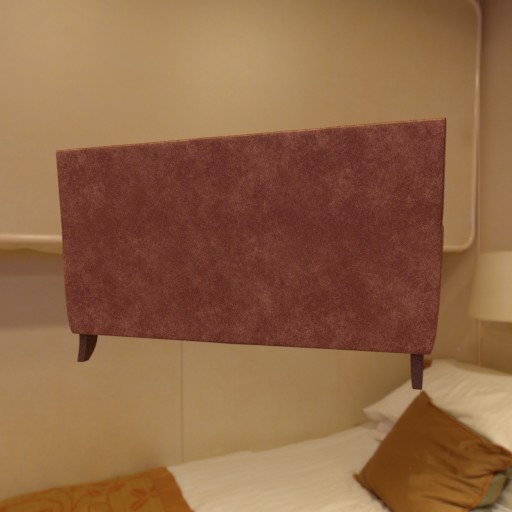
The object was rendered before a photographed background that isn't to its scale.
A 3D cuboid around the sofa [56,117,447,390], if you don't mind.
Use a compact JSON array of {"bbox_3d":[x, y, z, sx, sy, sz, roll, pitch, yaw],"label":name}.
[{"bbox_3d":[0.000,0.000,1.956,1.473,0.871,0.787,0,0,17],"label":"sofa"}]
